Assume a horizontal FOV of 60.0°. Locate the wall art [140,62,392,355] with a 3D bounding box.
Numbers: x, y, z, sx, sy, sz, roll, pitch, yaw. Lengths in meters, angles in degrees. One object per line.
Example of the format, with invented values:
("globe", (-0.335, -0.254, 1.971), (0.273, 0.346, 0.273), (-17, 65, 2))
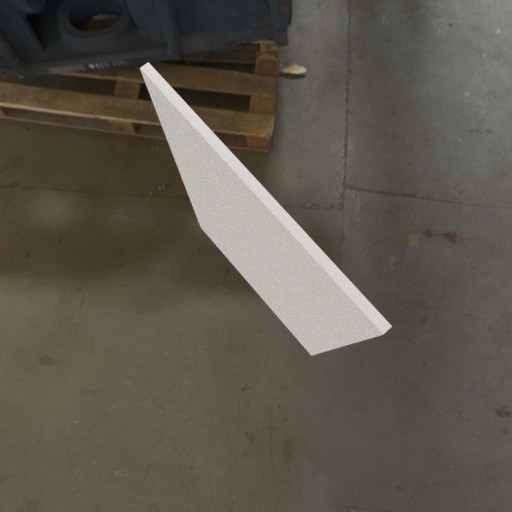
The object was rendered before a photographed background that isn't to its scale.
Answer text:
("wall art", (0.000, 0.000, 0.615), (0.010, 0.474, 0.325), (-40, 79, -9))
